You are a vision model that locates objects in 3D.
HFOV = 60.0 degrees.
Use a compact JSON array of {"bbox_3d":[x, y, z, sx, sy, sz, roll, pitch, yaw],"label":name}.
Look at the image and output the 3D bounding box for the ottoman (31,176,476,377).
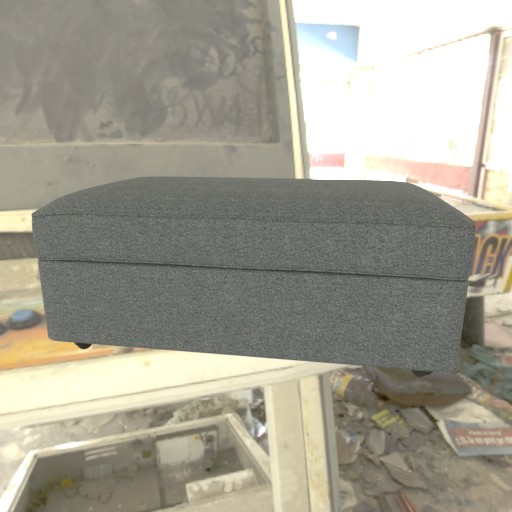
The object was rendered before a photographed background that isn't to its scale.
[{"bbox_3d":[0.000,0.000,1.487,1.173,0.494,0.681,3,16,9],"label":"ottoman"}]
